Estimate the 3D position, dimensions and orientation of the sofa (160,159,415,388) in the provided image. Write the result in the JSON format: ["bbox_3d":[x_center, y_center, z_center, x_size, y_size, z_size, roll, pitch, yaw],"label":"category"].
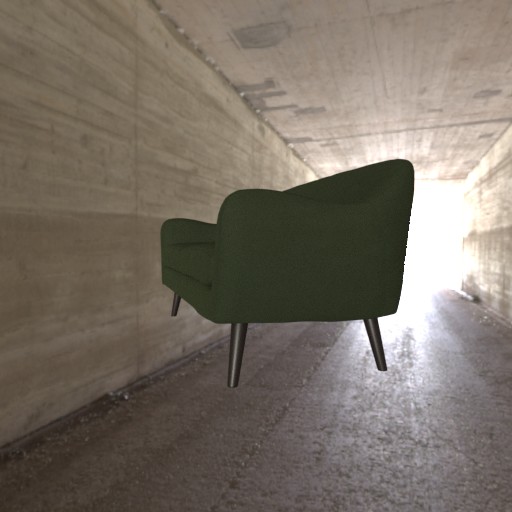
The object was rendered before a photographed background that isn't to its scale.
[{"bbox_3d":[0.000,0.000,2.314,0.820,0.836,1.840,-1,2,-18],"label":"sofa"}]
